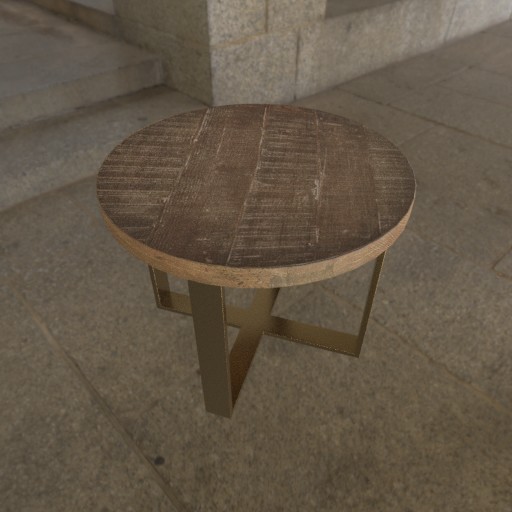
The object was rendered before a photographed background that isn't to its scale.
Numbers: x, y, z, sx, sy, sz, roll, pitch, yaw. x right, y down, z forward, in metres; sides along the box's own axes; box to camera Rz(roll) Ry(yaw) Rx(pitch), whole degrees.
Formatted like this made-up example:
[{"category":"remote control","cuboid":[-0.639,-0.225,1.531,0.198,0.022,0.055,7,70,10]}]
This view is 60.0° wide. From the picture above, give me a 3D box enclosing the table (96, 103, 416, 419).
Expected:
[{"category":"table","cuboid":[0.000,0.000,0.942,0.557,0.437,0.557,0,41,0]}]
